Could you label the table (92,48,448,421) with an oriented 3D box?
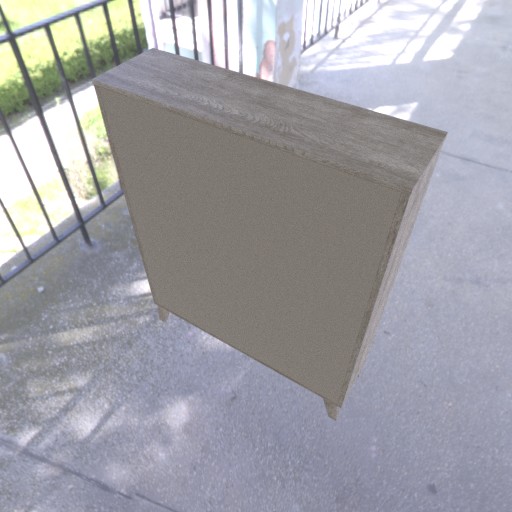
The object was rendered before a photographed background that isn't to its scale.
[{"bbox_3d":[0.000,0.000,1.539,0.902,1.135,0.256,25,52,21],"label":"table"}]
